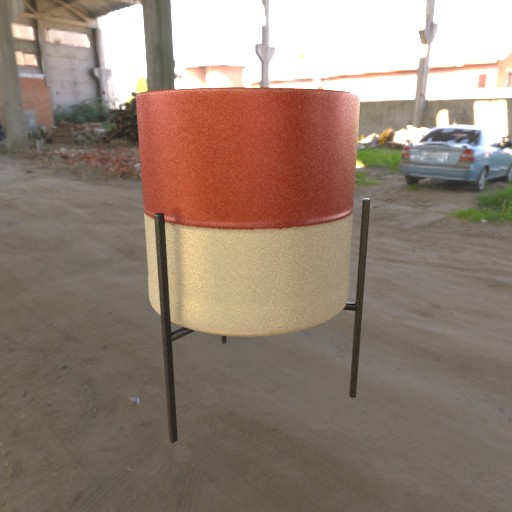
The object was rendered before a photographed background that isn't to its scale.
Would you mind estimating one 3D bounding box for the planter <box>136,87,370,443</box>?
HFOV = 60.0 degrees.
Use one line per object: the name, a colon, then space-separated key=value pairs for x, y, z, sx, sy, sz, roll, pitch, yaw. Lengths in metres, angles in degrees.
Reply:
planter: x=0.000 y=0.000 z=0.519 sx=0.251 sy=0.354 sz=0.235 roll=3 pitch=17 yaw=9
